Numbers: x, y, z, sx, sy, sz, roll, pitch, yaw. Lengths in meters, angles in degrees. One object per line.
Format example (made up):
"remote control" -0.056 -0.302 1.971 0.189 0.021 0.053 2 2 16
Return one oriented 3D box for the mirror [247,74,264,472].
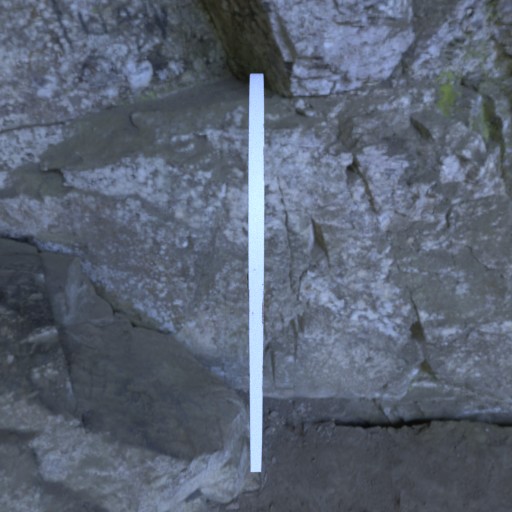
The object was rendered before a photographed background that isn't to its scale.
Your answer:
"mirror" 0.000 0.000 1.201 0.032 0.920 0.660 0 31 0
